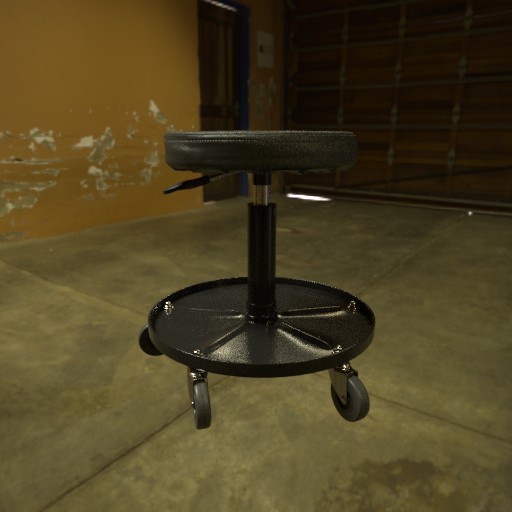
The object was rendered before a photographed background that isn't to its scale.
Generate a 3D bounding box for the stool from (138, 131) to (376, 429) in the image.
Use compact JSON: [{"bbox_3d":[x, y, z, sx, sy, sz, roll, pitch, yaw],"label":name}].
[{"bbox_3d":[0.000,0.000,0.677,0.382,0.365,0.381,-2,15,-8],"label":"stool"}]
